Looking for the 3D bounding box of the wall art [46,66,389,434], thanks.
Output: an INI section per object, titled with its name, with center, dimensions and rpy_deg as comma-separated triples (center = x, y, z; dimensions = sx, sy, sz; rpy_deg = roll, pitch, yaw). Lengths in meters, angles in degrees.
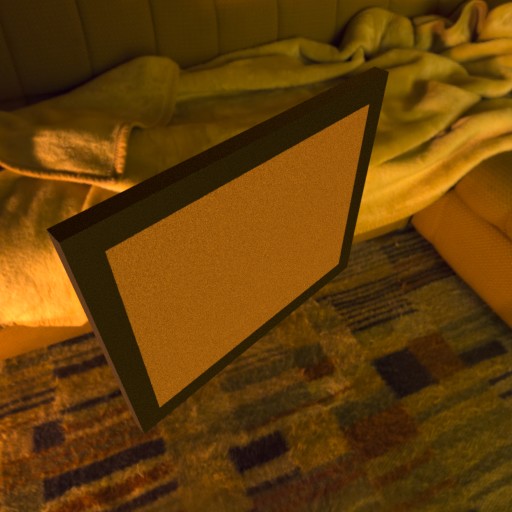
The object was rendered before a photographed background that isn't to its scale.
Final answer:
[wall art]
center = 0.000, 0.000, 0.740
dimensions = 0.561, 0.460, 0.028
rpy_deg = -35, 55, -29
